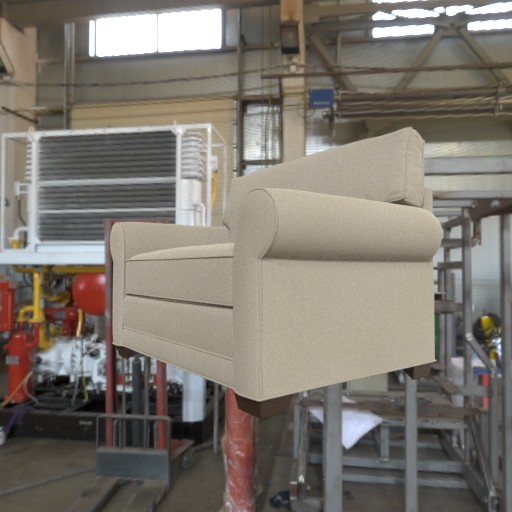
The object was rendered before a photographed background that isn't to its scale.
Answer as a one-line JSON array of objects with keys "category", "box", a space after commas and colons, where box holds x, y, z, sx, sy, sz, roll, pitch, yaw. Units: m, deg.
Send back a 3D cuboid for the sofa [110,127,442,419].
[{"category": "sofa", "box": [0.000, 0.000, 2.060, 0.937, 1.006, 1.405, 1, -2, -37]}]
